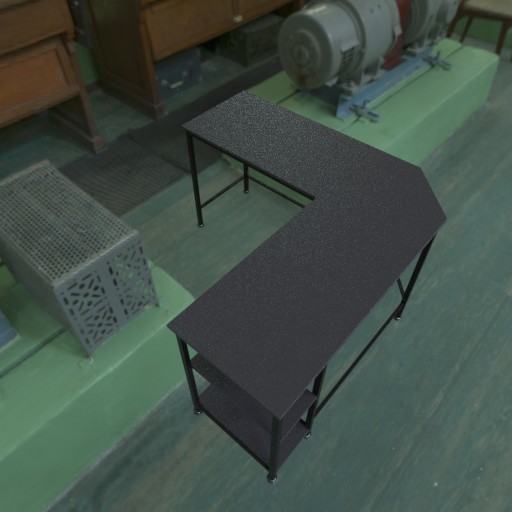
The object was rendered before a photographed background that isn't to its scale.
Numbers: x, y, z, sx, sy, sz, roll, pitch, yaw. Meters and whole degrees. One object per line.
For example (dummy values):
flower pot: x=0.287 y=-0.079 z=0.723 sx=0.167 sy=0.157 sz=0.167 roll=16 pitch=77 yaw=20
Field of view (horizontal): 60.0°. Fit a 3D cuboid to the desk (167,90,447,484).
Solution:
desk: x=0.000 y=0.000 z=2.228 sx=1.379 sy=0.739 sz=1.379 roll=33 pitch=56 yaw=26
